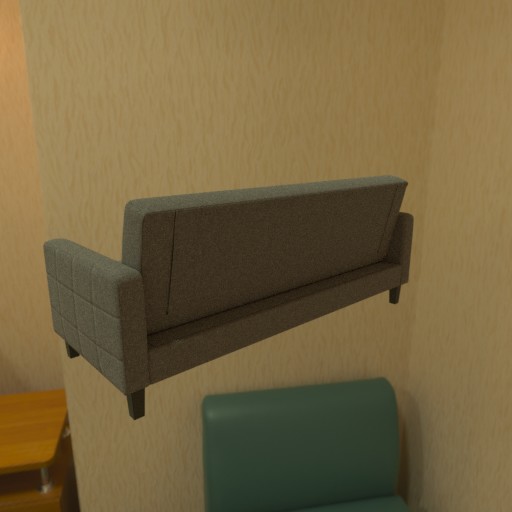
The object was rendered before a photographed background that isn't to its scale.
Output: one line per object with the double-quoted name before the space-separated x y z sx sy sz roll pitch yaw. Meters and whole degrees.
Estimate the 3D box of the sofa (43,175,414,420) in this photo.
"sofa" 0.000 0.000 2.505 2.040 0.850 0.810 -13 20 -40
